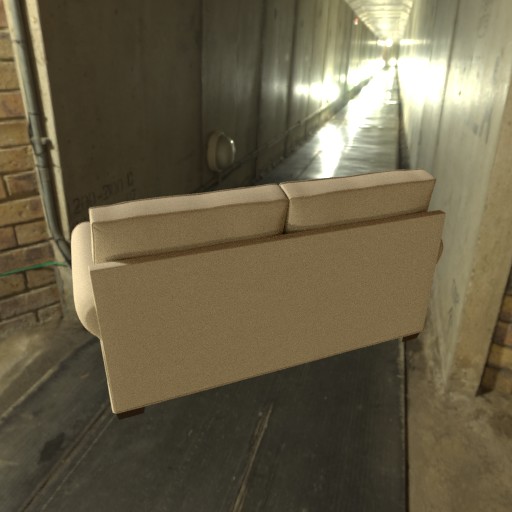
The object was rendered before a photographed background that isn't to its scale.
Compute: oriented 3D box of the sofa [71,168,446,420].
[{"bbox_3d":[0.000,0.000,2.318,1.774,0.933,0.861,-10,27,-19],"label":"sofa"}]
